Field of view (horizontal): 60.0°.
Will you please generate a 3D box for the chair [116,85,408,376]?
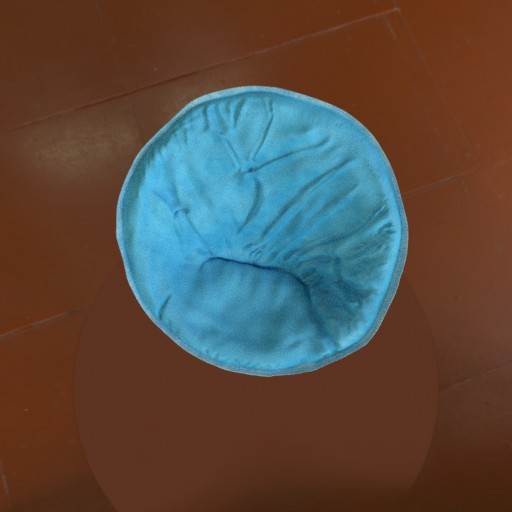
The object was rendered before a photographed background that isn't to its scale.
[{"bbox_3d":[0.000,0.000,0.904,0.520,0.478,0.465,14,76,3],"label":"chair"}]
